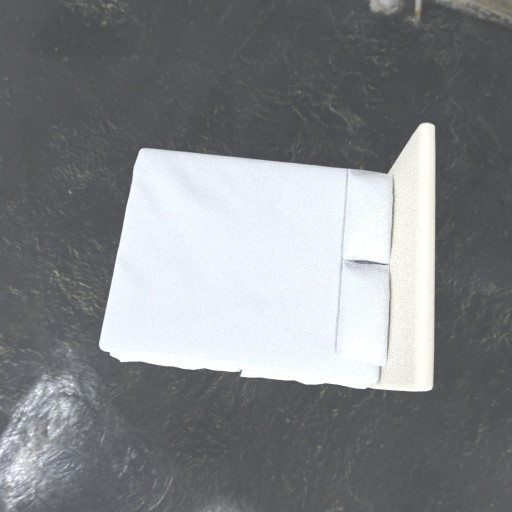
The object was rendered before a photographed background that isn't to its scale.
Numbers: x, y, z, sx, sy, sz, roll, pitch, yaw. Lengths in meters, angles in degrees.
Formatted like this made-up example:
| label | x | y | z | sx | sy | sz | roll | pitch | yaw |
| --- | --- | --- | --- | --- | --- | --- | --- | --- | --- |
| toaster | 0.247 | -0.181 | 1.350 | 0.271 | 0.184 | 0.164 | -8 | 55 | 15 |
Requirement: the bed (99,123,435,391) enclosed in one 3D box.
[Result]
| label | x | y | z | sx | sy | sz | roll | pitch | yaw |
| --- | --- | --- | --- | --- | --- | --- | --- | --- | --- |
| bed | 0.000 | 0.000 | 3.248 | 2.142 | 1.330 | 1.713 | 6 | 74 | 2 |
